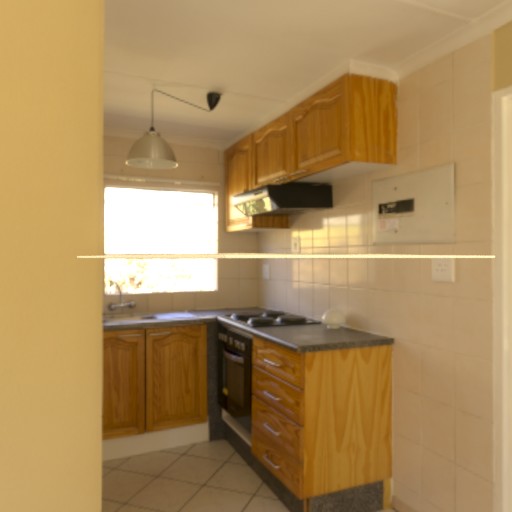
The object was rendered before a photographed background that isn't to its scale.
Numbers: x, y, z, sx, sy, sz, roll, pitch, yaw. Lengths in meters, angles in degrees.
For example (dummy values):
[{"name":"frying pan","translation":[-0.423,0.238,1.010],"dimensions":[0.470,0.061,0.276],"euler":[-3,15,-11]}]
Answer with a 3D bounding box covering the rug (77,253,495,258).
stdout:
[{"name":"rug","translation":[0.000,0.000,3.824],"dimensions":[2.311,0.032,2.921],"euler":[0,0,-34]}]
